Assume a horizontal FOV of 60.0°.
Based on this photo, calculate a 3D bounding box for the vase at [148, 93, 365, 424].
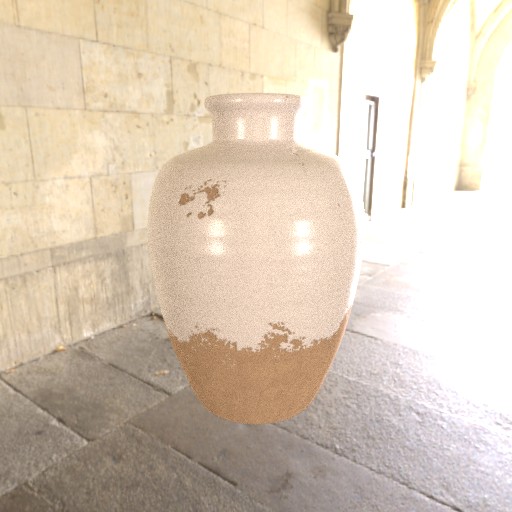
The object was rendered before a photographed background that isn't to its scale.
[{"bbox_3d":[0.000,0.000,0.338,0.158,0.228,0.158,0,15,0],"label":"vase"}]
